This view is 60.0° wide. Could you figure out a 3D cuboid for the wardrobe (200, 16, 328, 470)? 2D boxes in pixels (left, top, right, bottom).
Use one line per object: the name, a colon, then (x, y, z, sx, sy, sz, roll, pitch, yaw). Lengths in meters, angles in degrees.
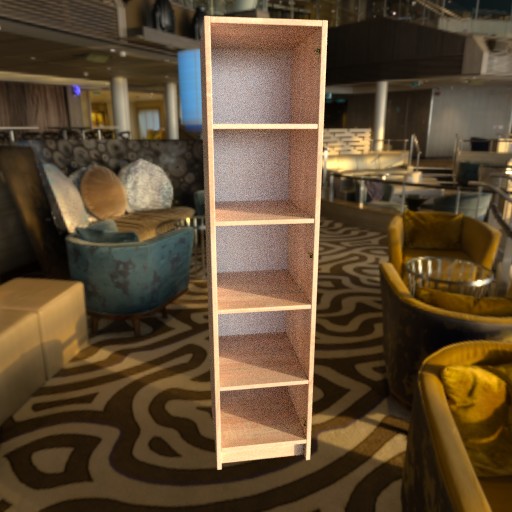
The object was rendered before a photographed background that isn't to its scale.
wardrobe: (0.000, 0.000, 2.318, 0.496, 2.117, 0.588, -2, 16, -8)
